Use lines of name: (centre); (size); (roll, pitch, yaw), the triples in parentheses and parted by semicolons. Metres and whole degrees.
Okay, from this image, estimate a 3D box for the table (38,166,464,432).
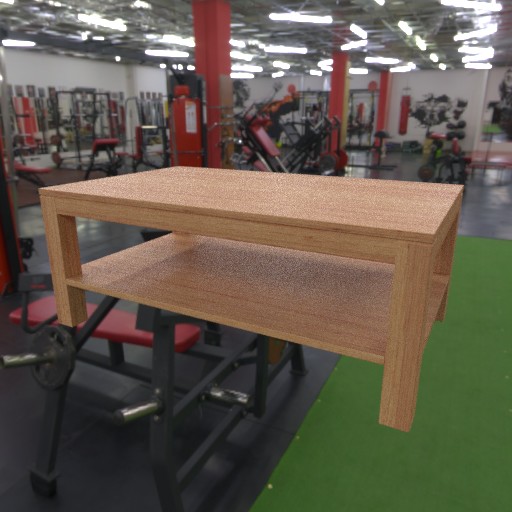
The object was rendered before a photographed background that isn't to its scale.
table: (0.000, 0.000, 1.463); (1.146, 0.457, 0.695); (9, 20, 27)
